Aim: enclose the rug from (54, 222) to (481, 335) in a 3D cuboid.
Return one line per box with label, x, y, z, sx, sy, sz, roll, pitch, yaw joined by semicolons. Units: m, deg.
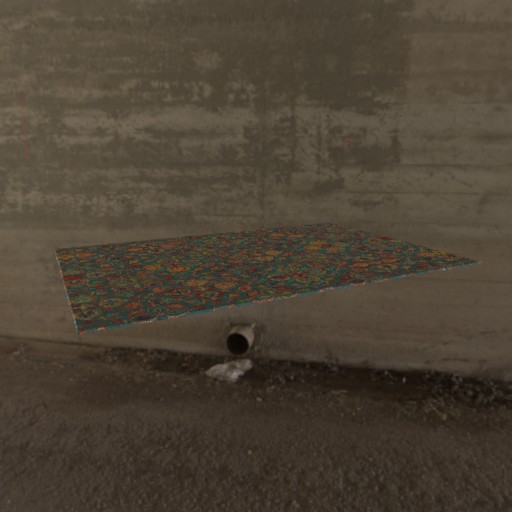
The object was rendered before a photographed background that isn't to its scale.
rug;0.000;0.000;2.838;2.290;0.016;1.527;-7;16;-26
